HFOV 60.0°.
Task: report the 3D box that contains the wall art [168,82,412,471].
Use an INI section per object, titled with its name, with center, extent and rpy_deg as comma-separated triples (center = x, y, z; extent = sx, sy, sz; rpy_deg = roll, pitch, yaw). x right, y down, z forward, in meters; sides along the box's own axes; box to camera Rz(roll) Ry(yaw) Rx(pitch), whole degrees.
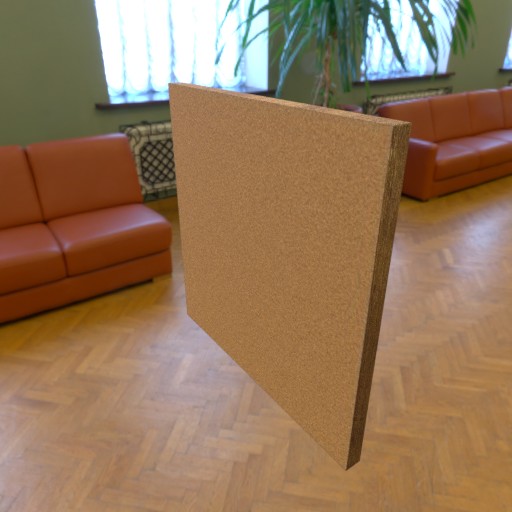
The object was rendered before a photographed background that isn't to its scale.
[wall art]
center = 0.000, 0.000, 0.888
extent = 0.042, 0.608, 0.611
rpy_deg = -18, 32, -31
